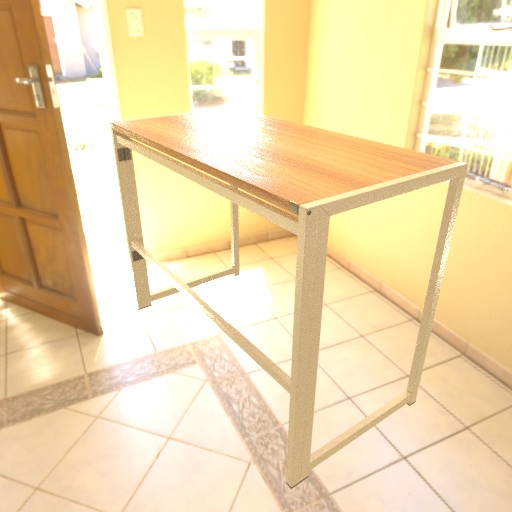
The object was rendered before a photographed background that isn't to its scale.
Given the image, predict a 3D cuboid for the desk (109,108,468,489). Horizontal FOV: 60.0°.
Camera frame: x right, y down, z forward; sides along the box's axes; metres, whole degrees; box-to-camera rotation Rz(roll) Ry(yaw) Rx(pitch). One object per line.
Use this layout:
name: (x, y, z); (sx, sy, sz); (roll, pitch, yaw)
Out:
desk: (0.000, 0.000, 1.452); (0.508, 0.762, 1.016); (-18, 32, -31)
